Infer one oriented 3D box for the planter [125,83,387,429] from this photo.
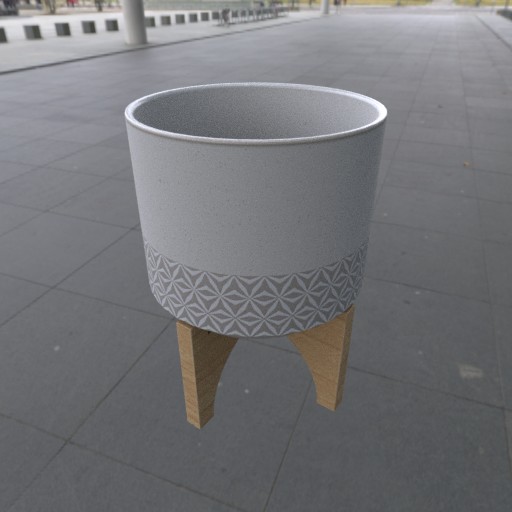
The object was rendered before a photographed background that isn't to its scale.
[{"bbox_3d":[0.000,0.000,0.393,0.188,0.260,0.188,0,31,0],"label":"planter"}]
